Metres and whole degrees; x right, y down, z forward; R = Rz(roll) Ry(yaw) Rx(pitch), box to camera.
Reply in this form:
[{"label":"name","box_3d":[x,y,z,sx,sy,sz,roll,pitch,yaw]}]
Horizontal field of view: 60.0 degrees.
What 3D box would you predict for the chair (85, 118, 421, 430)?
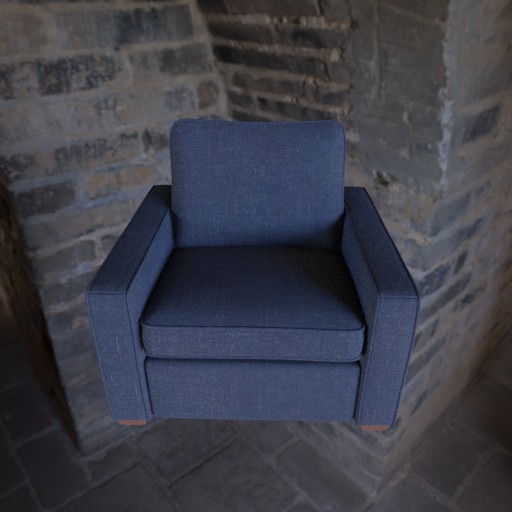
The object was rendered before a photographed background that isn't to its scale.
[{"label":"chair","box_3d":[0.000,0.000,1.728,1.017,0.919,0.940,1,29,1]}]
